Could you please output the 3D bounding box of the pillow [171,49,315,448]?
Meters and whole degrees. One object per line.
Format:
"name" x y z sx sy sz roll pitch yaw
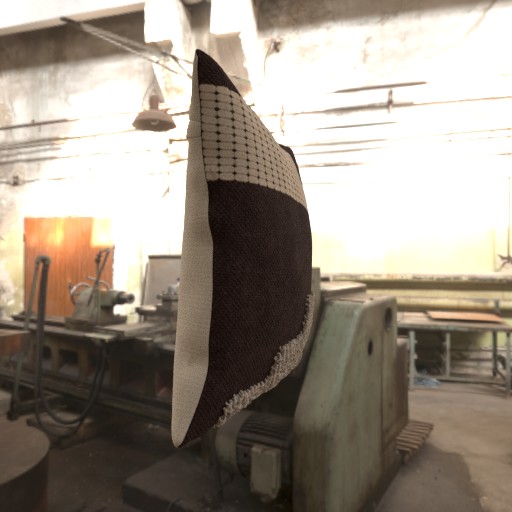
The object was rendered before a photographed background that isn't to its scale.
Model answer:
"pillow" 0.000 0.000 0.731 0.178 0.473 0.475 0 -1 19
